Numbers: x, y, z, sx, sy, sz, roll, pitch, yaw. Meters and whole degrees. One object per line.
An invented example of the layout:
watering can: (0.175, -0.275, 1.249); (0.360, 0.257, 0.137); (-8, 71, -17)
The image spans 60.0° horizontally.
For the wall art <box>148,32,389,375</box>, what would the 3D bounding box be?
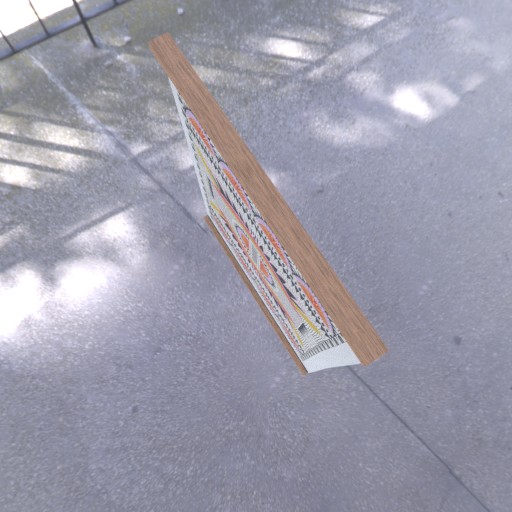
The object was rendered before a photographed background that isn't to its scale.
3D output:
wall art: (0.000, 0.000, 0.783); (0.028, 0.609, 0.456); (-31, 76, -8)
